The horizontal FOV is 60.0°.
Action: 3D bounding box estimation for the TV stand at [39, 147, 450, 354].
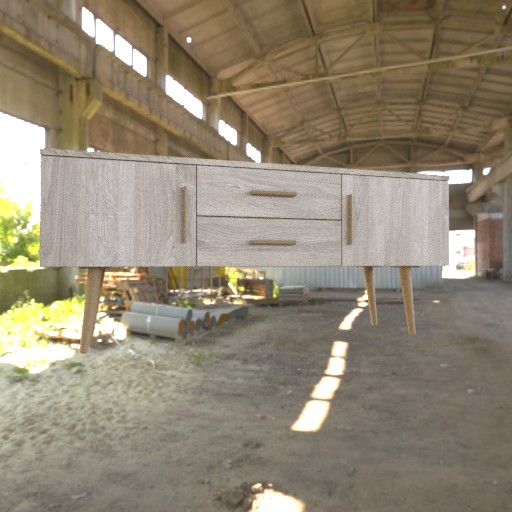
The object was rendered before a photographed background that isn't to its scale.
[{"bbox_3d":[0.000,0.000,1.537,1.313,0.565,0.401,0,-1,-17],"label":"TV stand"}]
